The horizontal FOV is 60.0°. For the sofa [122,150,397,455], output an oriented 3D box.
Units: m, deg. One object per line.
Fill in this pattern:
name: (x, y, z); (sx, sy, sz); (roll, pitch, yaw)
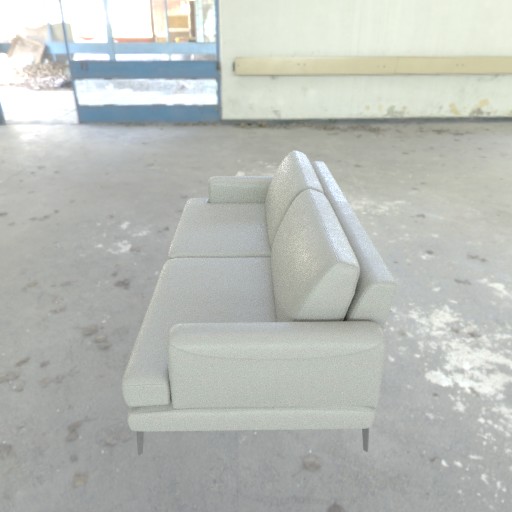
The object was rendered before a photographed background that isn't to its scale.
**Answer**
sofa: (0.000, 0.000, 2.377); (0.974, 0.765, 1.940); (0, 27, -1)
